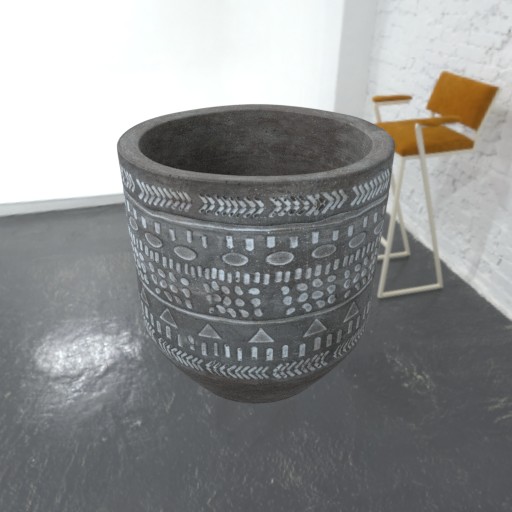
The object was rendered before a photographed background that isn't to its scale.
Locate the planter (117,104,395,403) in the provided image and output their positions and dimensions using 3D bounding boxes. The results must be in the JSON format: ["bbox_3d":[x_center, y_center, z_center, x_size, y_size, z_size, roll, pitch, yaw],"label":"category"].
[{"bbox_3d":[0.000,0.000,0.269,0.142,0.149,0.142,0,31,0],"label":"planter"}]
